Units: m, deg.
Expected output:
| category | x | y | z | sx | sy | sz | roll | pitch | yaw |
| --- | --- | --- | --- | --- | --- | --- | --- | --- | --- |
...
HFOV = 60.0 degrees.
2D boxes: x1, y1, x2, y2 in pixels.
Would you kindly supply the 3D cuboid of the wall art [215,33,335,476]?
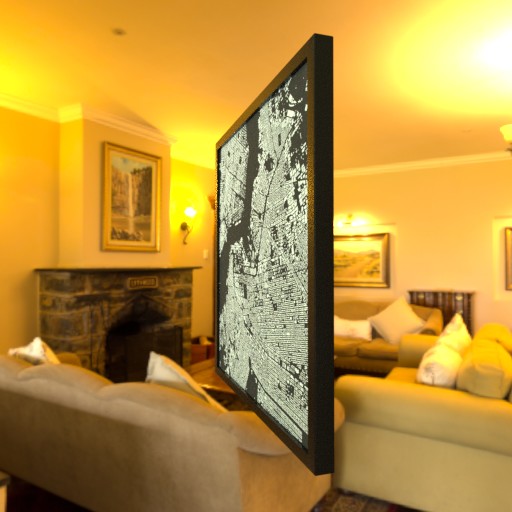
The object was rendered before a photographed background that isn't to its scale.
| category | x | y | z | sx | sy | sz | roll | pitch | yaw |
| --- | --- | --- | --- | --- | --- | --- | --- | --- | --- |
| wall art | 0.000 | 0.000 | 1.123 | 0.038 | 0.761 | 0.755 | 0 | -1 | -18 |
